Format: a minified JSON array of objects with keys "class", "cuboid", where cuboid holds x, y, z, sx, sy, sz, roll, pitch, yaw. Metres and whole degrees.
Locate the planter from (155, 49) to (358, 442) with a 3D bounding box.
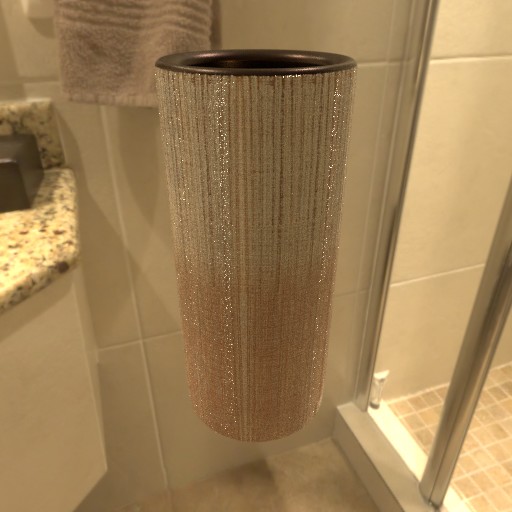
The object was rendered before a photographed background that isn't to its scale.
[{"class":"planter","cuboid":[0.000,0.000,0.277,0.100,0.227,0.100,18,34,28]}]
